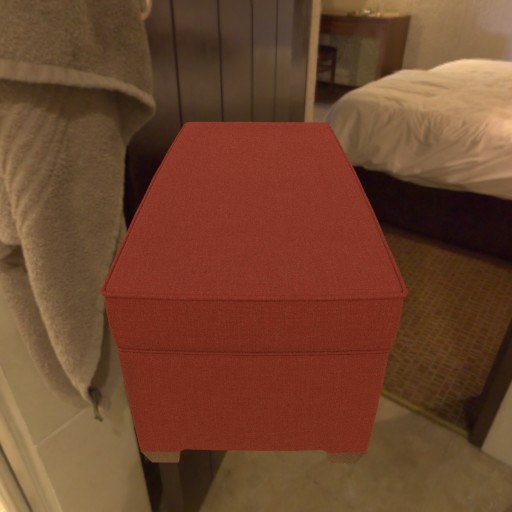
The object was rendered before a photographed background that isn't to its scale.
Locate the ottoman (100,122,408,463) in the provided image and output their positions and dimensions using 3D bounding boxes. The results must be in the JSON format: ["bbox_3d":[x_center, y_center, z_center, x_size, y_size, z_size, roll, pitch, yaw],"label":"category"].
[{"bbox_3d":[0.000,0.000,1.173,0.497,0.454,0.948,0,32,0],"label":"ottoman"}]
